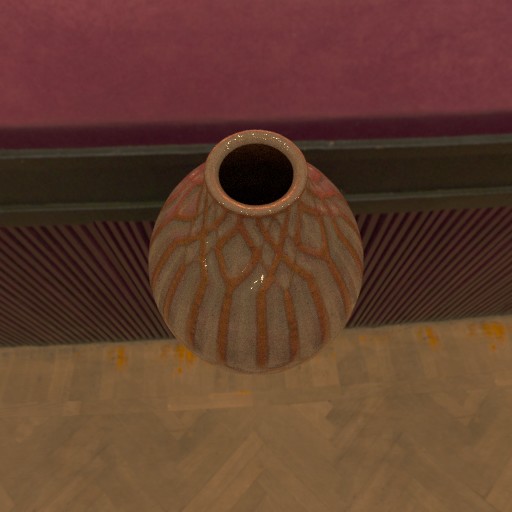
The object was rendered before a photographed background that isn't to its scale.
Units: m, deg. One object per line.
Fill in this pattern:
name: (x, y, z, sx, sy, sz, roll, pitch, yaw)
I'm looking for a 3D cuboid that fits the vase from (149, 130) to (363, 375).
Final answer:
vase: (0.000, 0.000, 0.266, 0.131, 0.175, 0.131, 0, 65, 0)
